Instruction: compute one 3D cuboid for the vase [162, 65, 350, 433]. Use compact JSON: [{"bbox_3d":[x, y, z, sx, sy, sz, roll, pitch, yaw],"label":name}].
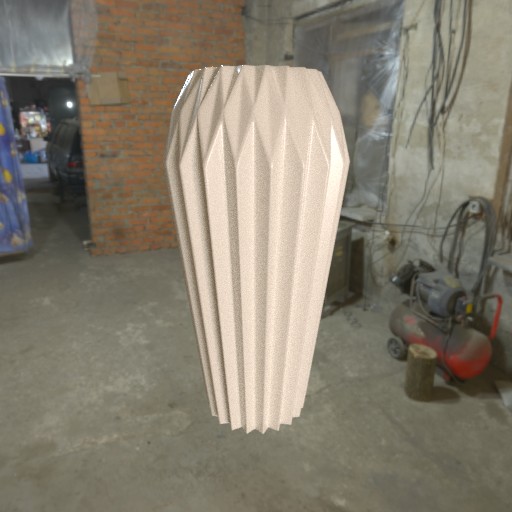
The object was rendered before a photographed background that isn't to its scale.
[{"bbox_3d":[0.000,0.000,0.342,0.133,0.263,0.133,0,17,0],"label":"vase"}]
